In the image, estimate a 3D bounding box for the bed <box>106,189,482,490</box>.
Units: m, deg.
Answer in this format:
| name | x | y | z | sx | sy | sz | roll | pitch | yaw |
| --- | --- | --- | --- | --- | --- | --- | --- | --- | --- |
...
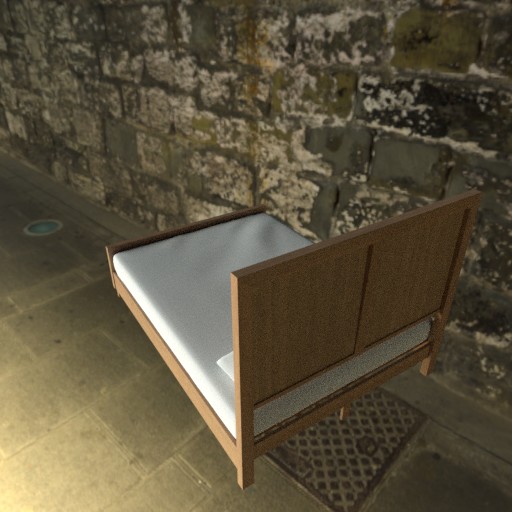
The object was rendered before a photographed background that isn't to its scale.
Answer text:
| name | x | y | z | sx | sy | sz | roll | pitch | yaw |
| --- | --- | --- | --- | --- | --- | --- | --- | --- | --- |
| bed | 0.000 | 0.000 | 3.245 | 1.606 | 1.387 | 2.184 | -18 | 35 | -28 |
